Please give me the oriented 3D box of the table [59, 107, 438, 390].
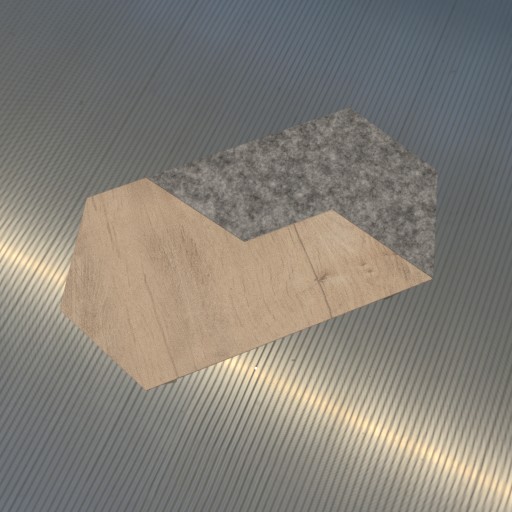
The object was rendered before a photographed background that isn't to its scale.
[{"bbox_3d":[0.000,0.000,1.556,1.219,0.457,0.609,-20,77,-5],"label":"table"}]
